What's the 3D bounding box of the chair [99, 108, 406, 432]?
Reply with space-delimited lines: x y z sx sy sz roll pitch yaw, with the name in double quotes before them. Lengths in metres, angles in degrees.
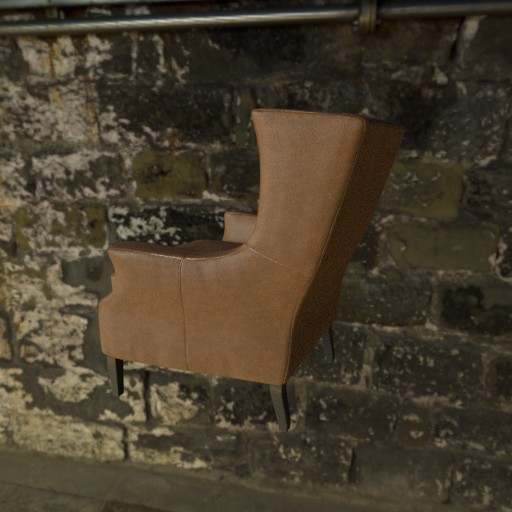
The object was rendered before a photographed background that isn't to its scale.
"chair" 0.000 0.000 1.678 0.925 1.016 0.852 7 16 25
